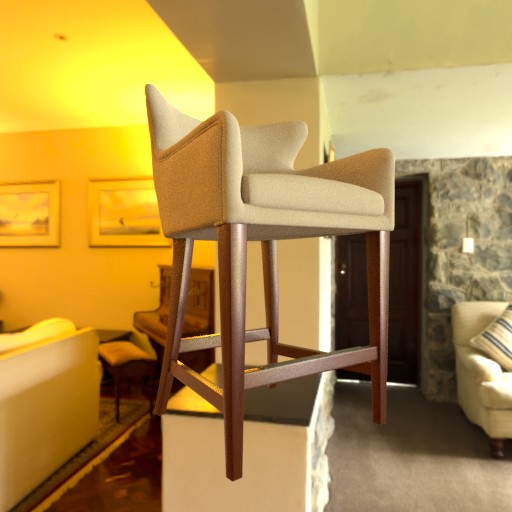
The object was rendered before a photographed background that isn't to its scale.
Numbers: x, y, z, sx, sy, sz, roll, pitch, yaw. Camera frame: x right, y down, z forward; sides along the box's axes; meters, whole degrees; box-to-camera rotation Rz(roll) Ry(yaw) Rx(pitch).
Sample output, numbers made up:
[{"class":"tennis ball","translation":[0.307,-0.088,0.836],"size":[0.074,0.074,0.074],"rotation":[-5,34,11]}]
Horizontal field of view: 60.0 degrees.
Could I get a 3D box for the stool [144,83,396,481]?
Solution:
[{"class":"stool","translation":[0.000,0.000,1.306],"size":[0.601,0.951,0.570],"rotation":[0,1,-38]}]
